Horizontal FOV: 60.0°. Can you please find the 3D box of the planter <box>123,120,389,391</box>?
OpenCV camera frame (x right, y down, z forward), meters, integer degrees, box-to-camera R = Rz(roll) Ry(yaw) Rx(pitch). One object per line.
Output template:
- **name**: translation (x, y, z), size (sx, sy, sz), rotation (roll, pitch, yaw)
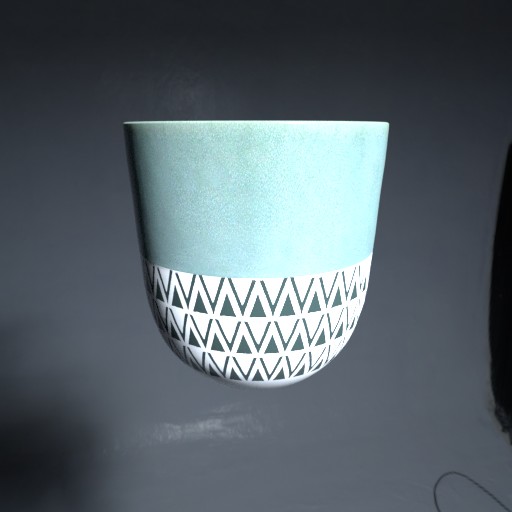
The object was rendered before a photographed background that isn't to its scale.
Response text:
- **planter**: translation (0.000, 0.000, 0.373), size (0.198, 0.214, 0.198), rotation (0, 16, 0)
